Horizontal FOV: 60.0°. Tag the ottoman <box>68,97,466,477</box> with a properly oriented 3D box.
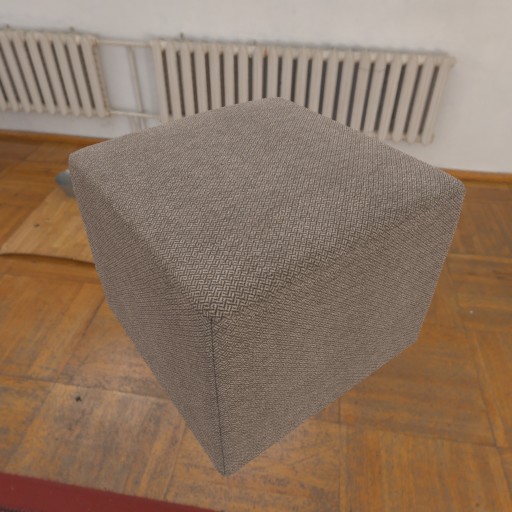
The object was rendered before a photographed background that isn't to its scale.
[{"bbox_3d":[0.000,0.000,0.885,0.512,0.453,0.519,-25,46,-27],"label":"ottoman"}]
